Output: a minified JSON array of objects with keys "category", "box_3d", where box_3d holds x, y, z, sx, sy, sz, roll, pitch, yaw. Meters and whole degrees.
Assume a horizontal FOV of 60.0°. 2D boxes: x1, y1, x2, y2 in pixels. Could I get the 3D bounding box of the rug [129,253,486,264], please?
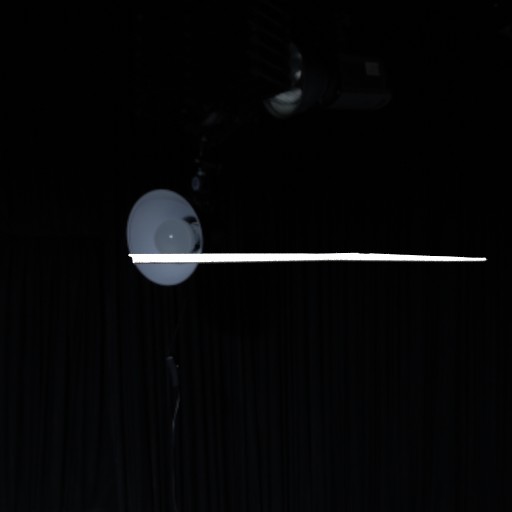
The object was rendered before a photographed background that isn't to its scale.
[{"category":"rug","box_3d":[0.000,0.000,3.716,2.032,0.038,2.869,0,1,-16]}]
